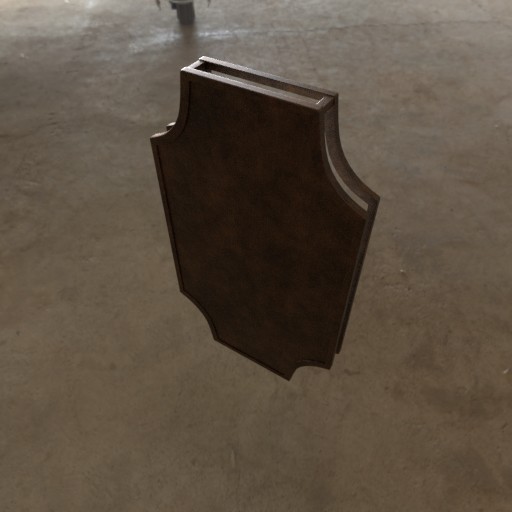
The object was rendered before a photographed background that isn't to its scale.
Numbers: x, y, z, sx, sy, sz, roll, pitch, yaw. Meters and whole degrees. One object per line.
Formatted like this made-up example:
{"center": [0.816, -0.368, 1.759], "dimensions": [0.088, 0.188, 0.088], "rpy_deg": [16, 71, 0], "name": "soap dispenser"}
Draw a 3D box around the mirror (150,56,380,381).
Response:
{"center": [0.000, 0.000, 1.001], "dimensions": [0.462, 0.811, 0.066], "rpy_deg": [24, 51, 21], "name": "mirror"}
